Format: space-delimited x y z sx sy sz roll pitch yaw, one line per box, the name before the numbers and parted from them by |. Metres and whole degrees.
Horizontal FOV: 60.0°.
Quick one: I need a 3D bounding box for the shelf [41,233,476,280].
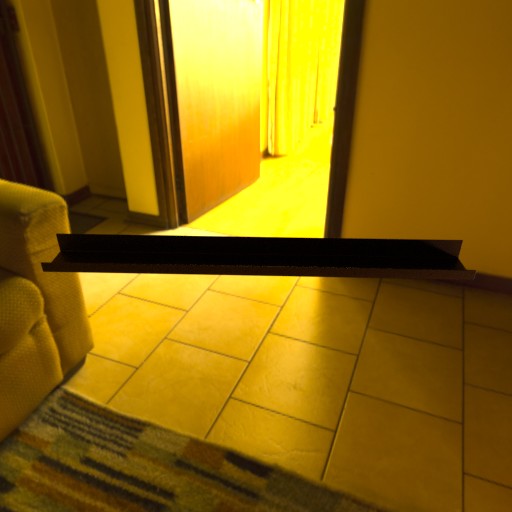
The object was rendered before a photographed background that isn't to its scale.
shelf | 0.000 0.000 0.979 0.924 0.049 0.092 1 30 2
